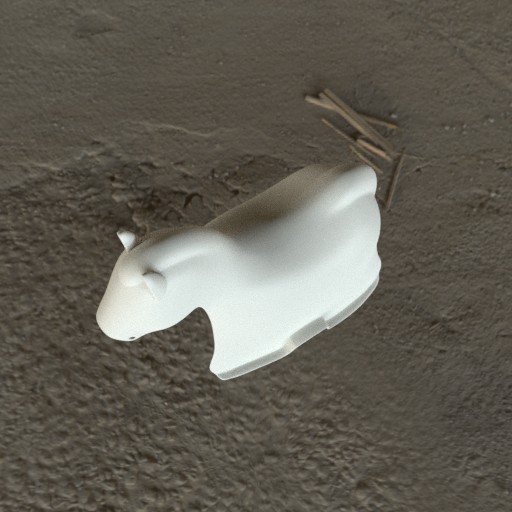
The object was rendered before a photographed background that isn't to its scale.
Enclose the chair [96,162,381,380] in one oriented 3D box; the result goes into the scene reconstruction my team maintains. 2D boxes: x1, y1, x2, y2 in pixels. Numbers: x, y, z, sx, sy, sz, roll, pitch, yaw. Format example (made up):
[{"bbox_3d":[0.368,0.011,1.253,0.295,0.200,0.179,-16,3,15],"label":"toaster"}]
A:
[{"bbox_3d":[0.000,0.000,1.141,0.800,0.612,0.429,-30,68,-14],"label":"chair"}]
